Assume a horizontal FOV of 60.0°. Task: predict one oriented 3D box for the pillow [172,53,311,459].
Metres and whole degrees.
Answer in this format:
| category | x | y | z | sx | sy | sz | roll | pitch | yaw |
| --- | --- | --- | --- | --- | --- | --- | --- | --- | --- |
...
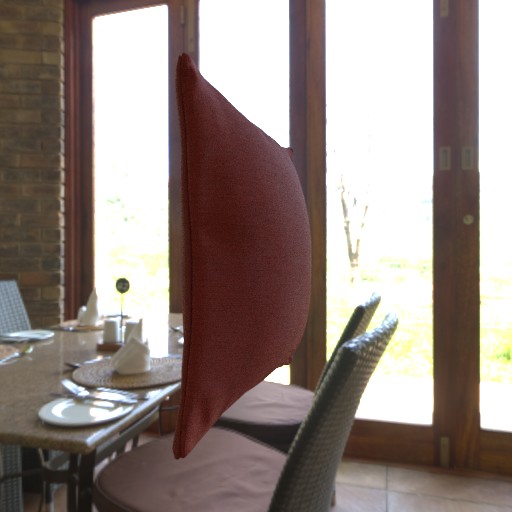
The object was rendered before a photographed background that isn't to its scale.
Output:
| category | x | y | z | sx | sy | sz | roll | pitch | yaw |
| --- | --- | --- | --- | --- | --- | --- | --- | --- | --- |
| pillow | 0.000 | 0.000 | 0.651 | 0.151 | 0.416 | 0.435 | 0 | 0 | 19 |
